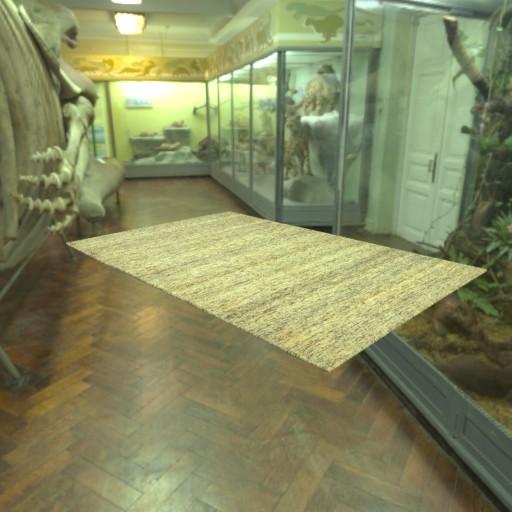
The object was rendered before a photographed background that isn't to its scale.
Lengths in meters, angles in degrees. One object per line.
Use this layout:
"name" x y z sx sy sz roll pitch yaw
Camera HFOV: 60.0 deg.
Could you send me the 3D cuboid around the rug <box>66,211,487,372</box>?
"rug" 0.000 0.000 2.300 1.243 0.014 1.846 -17 24 -42
